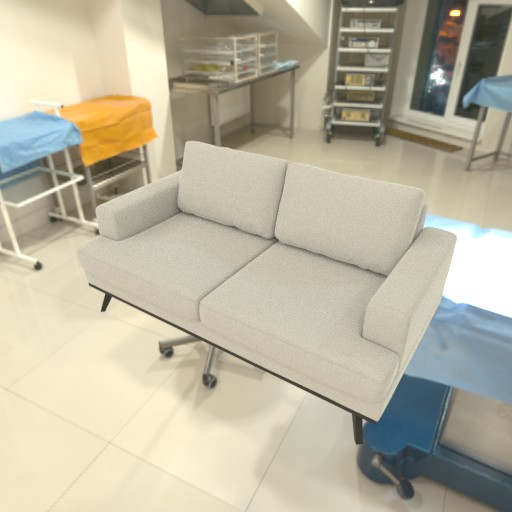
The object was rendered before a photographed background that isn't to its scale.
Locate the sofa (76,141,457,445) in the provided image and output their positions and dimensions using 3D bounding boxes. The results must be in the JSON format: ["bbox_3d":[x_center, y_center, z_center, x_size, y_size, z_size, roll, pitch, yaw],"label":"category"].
[{"bbox_3d":[0.000,0.000,2.193,1.650,0.810,0.920,19,36,28],"label":"sofa"}]
